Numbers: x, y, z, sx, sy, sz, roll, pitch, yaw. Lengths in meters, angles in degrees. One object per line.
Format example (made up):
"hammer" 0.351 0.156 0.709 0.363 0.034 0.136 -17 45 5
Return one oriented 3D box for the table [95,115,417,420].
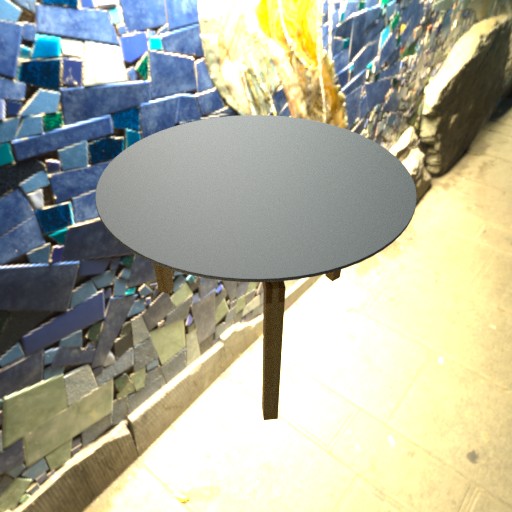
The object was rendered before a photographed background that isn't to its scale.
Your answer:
"table" 0.000 0.000 0.986 0.600 0.405 0.600 0 39 0
